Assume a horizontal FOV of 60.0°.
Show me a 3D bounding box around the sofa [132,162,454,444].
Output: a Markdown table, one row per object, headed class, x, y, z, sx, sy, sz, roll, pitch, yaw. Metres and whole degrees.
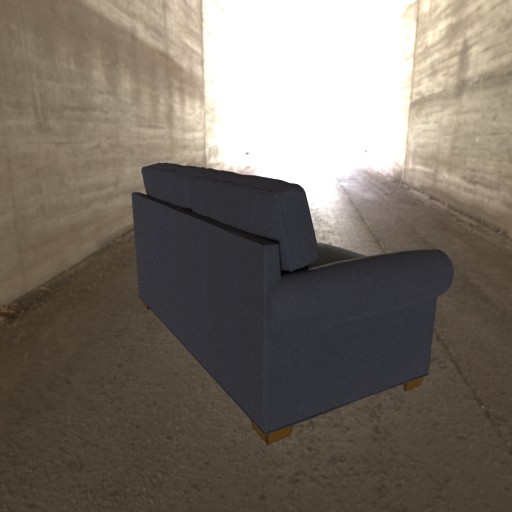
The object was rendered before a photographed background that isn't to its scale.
| class | x | y | z | sx | sy | sz | roll | pitch | yaw |
| --- | --- | --- | --- | --- | --- | --- | --- | --- | --- |
| sofa | 0.000 | 0.000 | 2.580 | 0.951 | 1.031 | 2.009 | -8 | 17 | -29 |
